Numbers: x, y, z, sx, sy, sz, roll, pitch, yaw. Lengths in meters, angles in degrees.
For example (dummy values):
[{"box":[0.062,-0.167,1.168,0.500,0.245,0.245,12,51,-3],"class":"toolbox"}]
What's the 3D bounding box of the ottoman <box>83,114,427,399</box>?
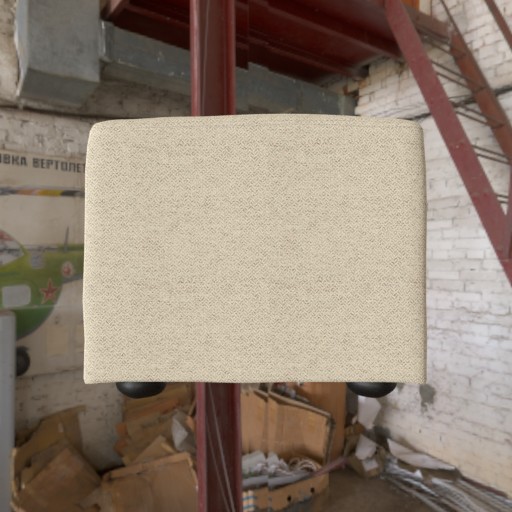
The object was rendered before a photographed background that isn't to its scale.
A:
[{"box":[0.000,0.000,0.898,0.512,0.453,0.521,0,0,0],"class":"ottoman"}]
